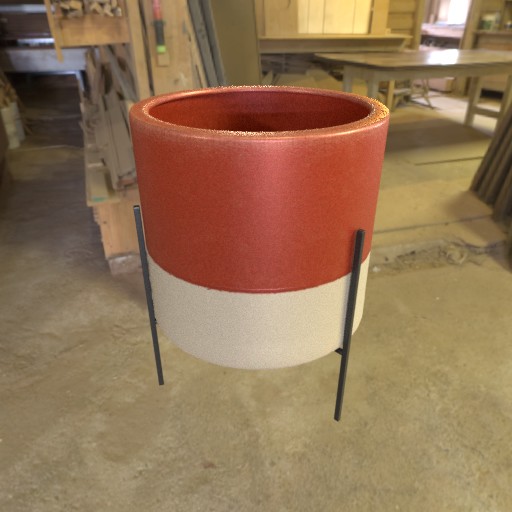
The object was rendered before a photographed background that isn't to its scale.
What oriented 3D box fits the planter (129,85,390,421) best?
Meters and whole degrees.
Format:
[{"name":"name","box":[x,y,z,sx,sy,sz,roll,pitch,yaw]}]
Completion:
[{"name":"planter","box":[0.000,0.000,0.708,0.354,0.465,0.345,-8,30,-13]}]
